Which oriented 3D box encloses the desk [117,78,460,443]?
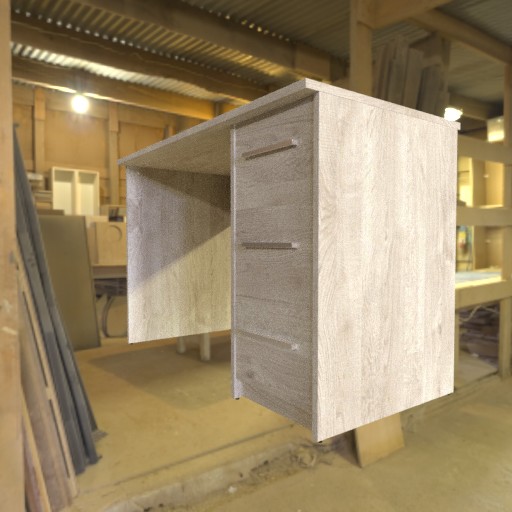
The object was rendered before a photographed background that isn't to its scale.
[{"bbox_3d":[0.000,0.000,1.482,0.560,0.735,1.097,-1,2,-36],"label":"desk"}]
